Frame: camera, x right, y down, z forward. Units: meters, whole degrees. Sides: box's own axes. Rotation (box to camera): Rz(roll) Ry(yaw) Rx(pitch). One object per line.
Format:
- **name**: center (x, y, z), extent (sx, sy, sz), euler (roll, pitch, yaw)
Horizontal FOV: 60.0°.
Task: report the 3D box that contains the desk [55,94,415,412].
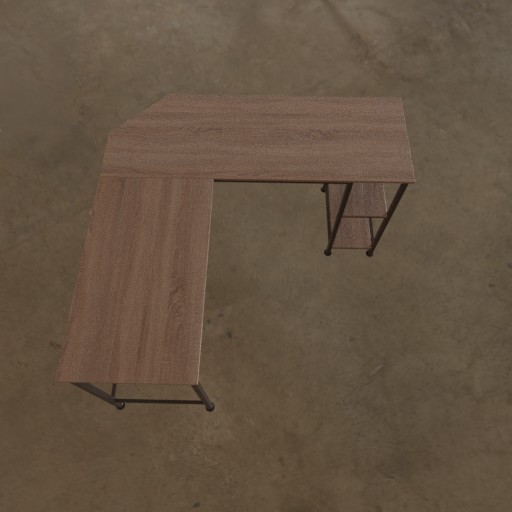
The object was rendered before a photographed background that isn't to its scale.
- **desk**: center (0.000, 0.000, 2.180), extent (1.379, 0.739, 1.379), euler (1, 63, 1)
